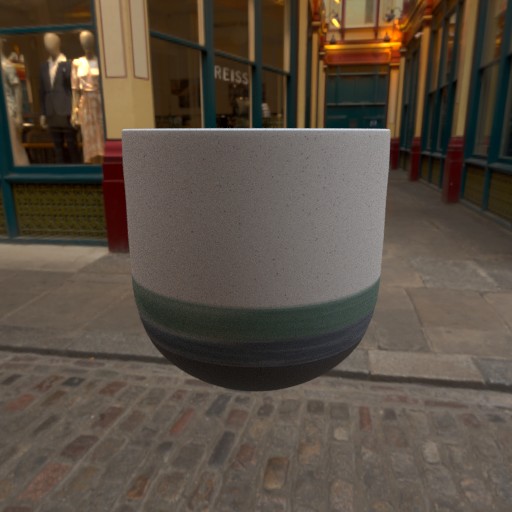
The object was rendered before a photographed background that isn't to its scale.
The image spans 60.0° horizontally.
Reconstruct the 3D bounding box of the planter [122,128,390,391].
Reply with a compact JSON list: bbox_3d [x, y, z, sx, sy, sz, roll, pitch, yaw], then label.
[{"bbox_3d":[0.000,0.000,0.492,0.268,0.270,0.268,0,16,0],"label":"planter"}]
